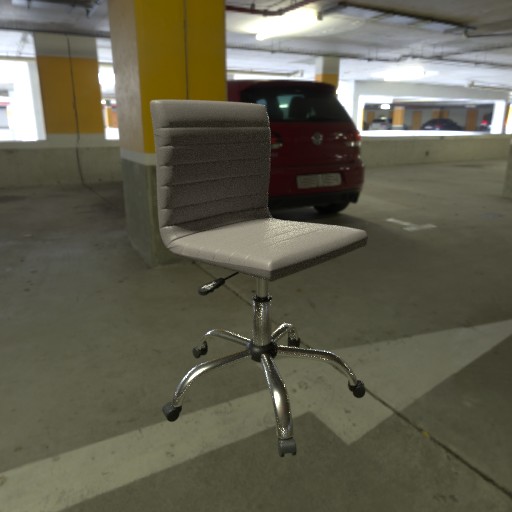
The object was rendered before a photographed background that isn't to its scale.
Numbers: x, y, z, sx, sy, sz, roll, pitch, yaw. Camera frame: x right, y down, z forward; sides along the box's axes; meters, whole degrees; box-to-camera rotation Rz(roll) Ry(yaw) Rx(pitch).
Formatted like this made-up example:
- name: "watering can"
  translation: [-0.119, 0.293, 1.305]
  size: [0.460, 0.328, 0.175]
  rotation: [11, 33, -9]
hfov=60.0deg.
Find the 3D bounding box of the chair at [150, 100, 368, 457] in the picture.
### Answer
- name: "chair"
  translation: [0.000, 0.000, 1.167]
  size: [0.530, 0.780, 0.556]
  rotation: [15, 22, 41]
